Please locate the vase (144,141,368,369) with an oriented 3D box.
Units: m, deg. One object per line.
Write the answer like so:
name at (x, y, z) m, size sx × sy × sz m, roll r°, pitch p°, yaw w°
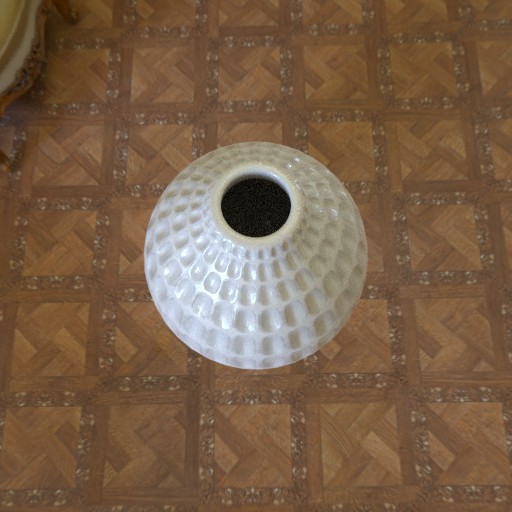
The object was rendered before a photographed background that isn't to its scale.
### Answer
vase at (0.000, 0.000, 0.259) m, size 0.128 × 0.167 × 0.128 m, roll 0°, pitch 75°, yaw 0°
